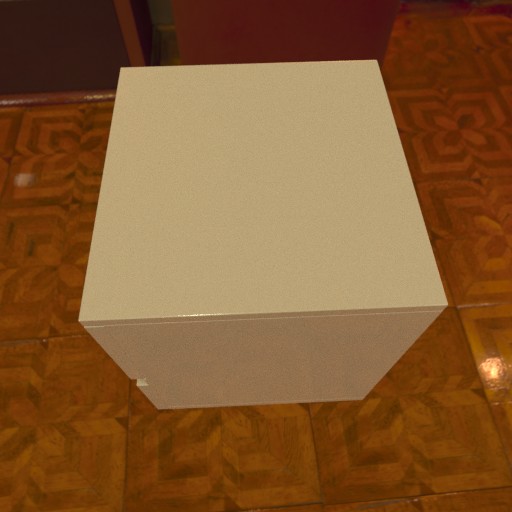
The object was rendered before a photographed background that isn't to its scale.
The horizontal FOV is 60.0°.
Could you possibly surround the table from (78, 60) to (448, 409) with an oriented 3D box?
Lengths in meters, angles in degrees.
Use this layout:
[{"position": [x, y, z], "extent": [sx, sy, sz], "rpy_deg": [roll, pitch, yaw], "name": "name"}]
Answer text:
[{"position": [0.000, 0.000, 0.787], "extent": [0.400, 0.470, 0.420], "rpy_deg": [-2, 59, -1], "name": "table"}]
